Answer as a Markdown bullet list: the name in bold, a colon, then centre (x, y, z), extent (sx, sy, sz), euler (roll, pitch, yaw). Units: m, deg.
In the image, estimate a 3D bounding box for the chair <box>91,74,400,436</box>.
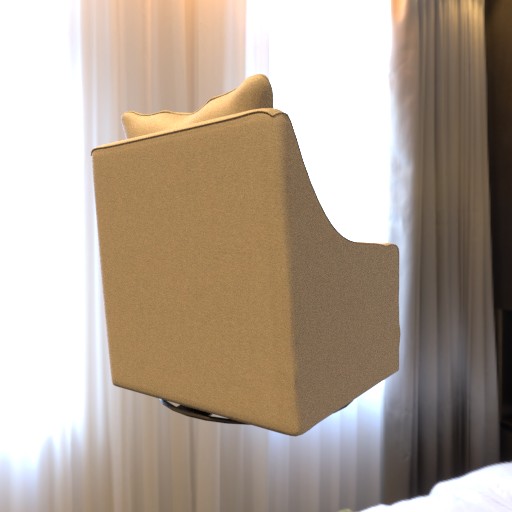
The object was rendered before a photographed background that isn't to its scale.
- **chair**: centre (0.000, 0.000, 1.586), extent (0.760, 0.942, 0.876), euler (0, 1, 36)
